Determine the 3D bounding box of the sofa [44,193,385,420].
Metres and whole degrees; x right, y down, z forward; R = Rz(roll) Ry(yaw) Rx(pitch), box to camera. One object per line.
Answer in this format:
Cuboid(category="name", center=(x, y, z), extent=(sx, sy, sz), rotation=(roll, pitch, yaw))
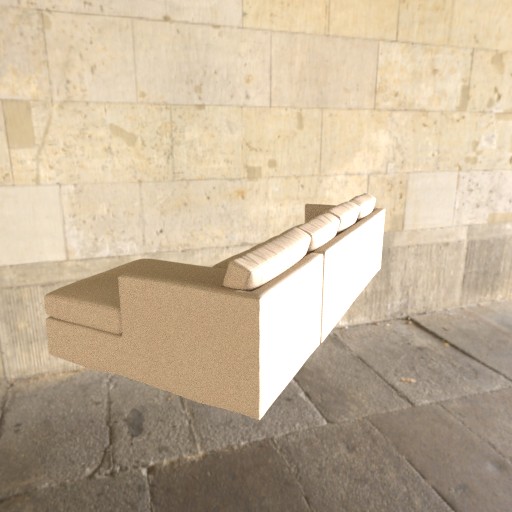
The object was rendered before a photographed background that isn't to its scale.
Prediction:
Cuboid(category="sofa", center=(0.000, 0.000, 3.938), extent=(1.622, 0.871, 3.206), rotation=(7, 17, 25))
